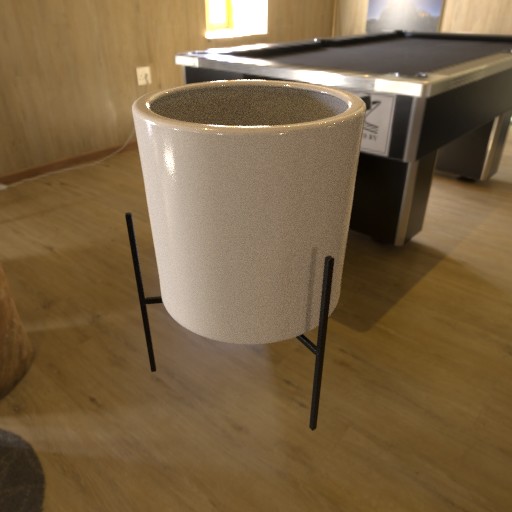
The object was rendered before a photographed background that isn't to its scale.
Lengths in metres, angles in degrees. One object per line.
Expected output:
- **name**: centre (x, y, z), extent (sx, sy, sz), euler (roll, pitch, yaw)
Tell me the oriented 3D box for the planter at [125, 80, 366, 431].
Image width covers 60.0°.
- **planter**: centre (0.000, 0.000, 0.639), extent (0.307, 0.431, 0.308), euler (-19, 36, -28)
